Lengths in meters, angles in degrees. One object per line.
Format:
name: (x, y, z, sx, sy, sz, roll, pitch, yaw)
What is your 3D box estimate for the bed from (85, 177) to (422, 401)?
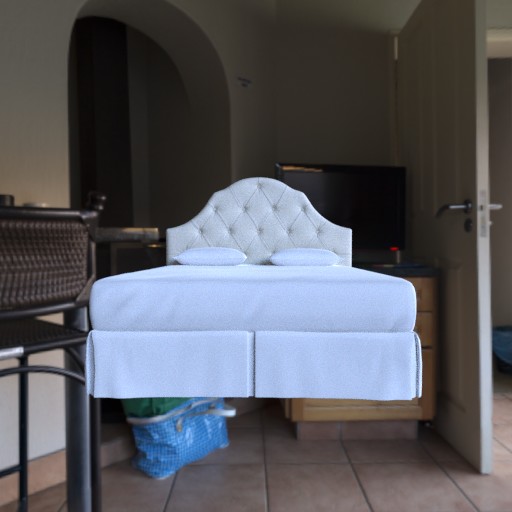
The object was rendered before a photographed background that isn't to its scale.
bed: (0.000, 0.000, 3.617, 2.008, 1.615, 2.214, 0, 1, 1)
